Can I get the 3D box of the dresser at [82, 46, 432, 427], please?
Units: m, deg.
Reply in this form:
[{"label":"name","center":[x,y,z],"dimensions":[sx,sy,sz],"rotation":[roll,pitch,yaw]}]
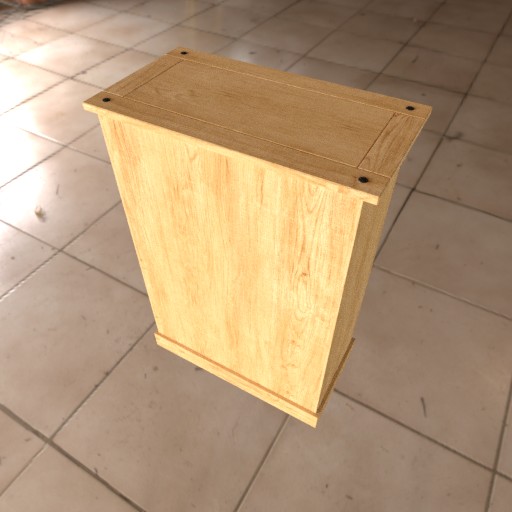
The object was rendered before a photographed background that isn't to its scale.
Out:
[{"label":"dresser","center":[0.000,0.000,1.772],"dimensions":[0.915,1.300,0.485],"rotation":[22,50,20]}]
